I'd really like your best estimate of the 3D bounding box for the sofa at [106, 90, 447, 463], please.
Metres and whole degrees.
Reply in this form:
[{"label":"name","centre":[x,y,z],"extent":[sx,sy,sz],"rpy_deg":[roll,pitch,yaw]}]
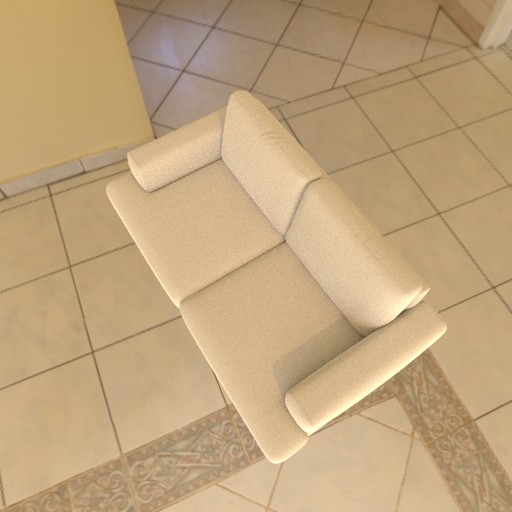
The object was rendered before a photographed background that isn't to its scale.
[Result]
[{"label":"sofa","centre":[0.000,0.000,2.178],"extent":[0.915,0.810,1.651],"rpy_deg":[-30,66,-15]}]
